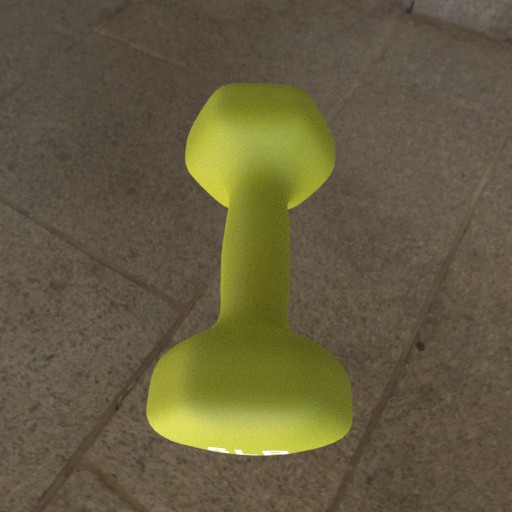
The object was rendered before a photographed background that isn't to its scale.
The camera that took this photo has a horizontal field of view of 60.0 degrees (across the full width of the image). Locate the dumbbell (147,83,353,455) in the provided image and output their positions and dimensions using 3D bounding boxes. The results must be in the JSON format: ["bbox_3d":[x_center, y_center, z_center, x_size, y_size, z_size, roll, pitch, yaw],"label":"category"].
[{"bbox_3d":[0.000,0.000,0.202,0.080,0.072,0.164,2,60,1],"label":"dumbbell"}]
